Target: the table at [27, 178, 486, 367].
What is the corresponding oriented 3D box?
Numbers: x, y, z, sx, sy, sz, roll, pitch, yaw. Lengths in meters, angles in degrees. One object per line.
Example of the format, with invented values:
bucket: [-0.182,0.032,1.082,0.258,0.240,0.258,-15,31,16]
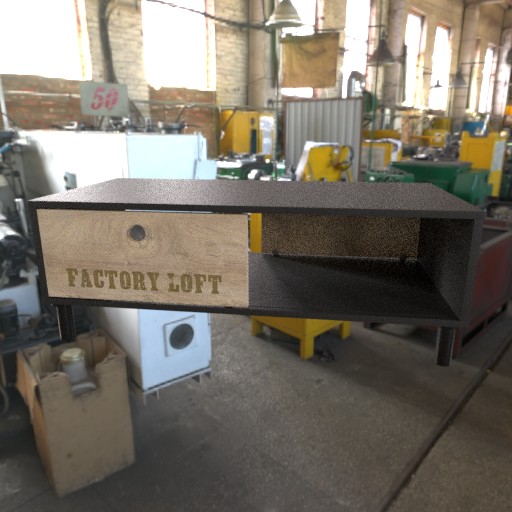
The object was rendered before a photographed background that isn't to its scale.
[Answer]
table: [0.000,0.000,1.359,1.100,0.400,0.550,2,16,8]
